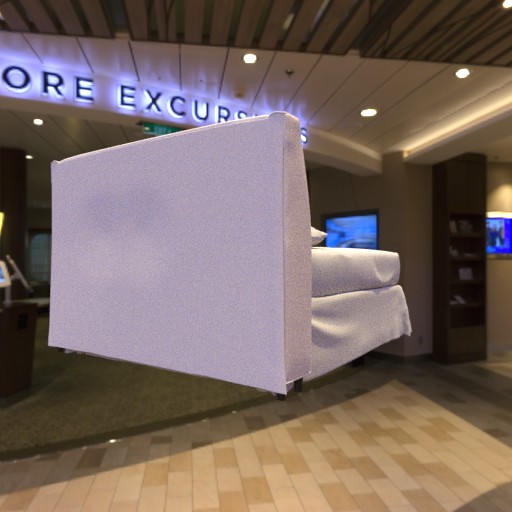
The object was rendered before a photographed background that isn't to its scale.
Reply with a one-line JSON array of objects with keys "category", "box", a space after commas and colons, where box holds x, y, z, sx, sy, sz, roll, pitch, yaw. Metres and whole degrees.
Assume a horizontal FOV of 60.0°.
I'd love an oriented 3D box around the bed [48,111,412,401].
[{"category": "bed", "box": [0.000, 0.000, 3.433, 1.925, 1.332, 2.276, 0, 0, 35]}]
